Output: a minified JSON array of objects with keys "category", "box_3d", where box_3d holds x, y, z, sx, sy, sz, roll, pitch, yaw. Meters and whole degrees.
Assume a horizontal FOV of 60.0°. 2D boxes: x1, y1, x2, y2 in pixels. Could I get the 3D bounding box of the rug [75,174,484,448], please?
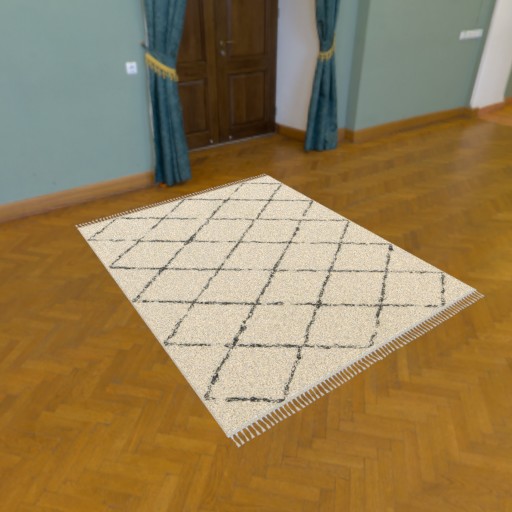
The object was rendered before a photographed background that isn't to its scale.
[{"category":"rug","box_3d":[0.000,0.000,4.041,2.380,0.013,3.051,-21,38,-29]}]
